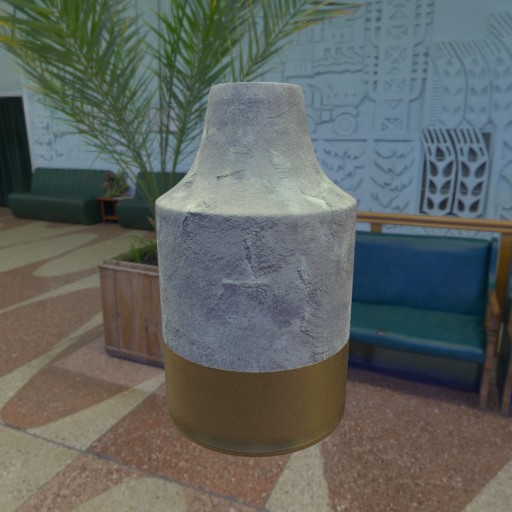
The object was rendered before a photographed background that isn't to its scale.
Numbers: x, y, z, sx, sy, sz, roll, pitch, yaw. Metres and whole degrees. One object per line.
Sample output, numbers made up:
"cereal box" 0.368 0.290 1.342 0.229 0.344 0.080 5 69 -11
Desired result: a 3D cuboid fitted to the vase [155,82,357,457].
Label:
"vase" 0.000 0.000 0.426 0.184 0.305 0.184 0 15 0
